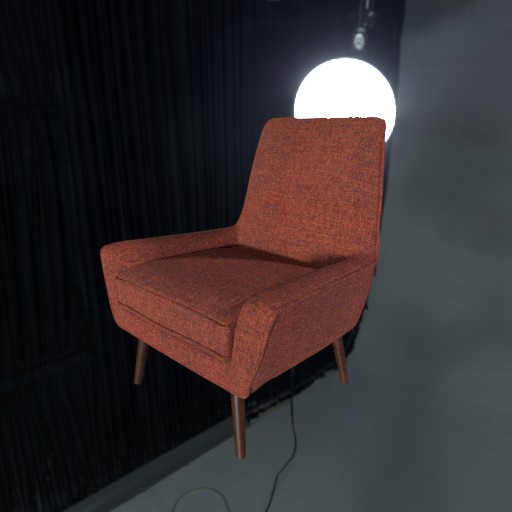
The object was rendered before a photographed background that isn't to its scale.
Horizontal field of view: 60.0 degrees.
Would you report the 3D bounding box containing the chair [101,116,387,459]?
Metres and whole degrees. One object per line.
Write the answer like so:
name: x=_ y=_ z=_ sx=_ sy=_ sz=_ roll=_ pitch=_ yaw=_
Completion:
chair: x=0.000 y=0.000 z=1.509 sx=0.803 sy=0.911 sz=0.784 roll=15 pitch=22 yaw=42
